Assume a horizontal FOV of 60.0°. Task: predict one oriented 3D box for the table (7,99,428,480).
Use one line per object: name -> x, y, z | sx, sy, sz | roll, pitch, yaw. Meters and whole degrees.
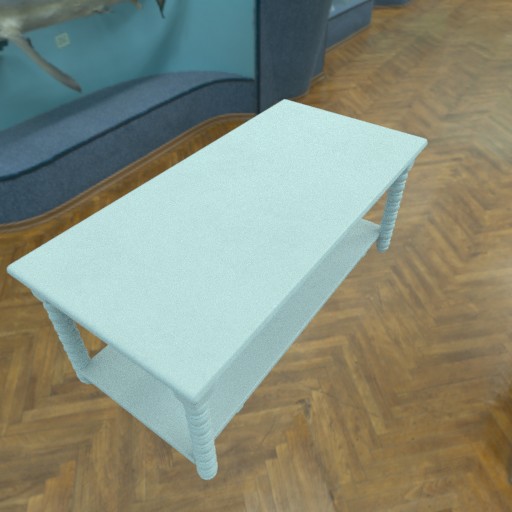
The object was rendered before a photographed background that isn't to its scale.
table -> 0.000, 0.000, 1.401 | 0.580, 0.487, 1.171 | 26, 48, 26
